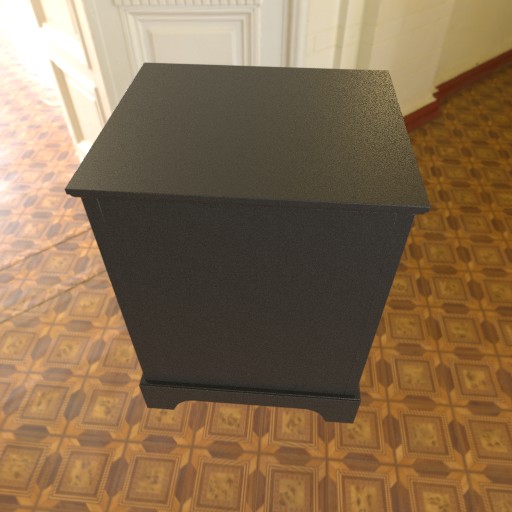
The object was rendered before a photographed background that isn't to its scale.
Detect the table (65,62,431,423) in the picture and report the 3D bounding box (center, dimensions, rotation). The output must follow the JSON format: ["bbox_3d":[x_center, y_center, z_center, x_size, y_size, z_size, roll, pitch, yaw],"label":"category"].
[{"bbox_3d":[0.000,0.000,0.908,0.460,0.610,0.399,3,46,3],"label":"table"}]
